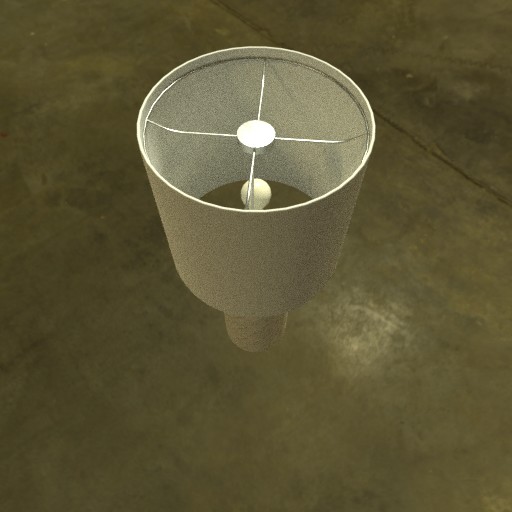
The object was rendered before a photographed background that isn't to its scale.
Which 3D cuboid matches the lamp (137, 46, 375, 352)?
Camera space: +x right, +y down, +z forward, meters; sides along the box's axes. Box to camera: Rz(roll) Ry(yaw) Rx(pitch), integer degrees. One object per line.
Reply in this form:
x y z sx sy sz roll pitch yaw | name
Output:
0.000 0.000 0.582 0.207 0.461 0.207 4 59 3 | lamp
